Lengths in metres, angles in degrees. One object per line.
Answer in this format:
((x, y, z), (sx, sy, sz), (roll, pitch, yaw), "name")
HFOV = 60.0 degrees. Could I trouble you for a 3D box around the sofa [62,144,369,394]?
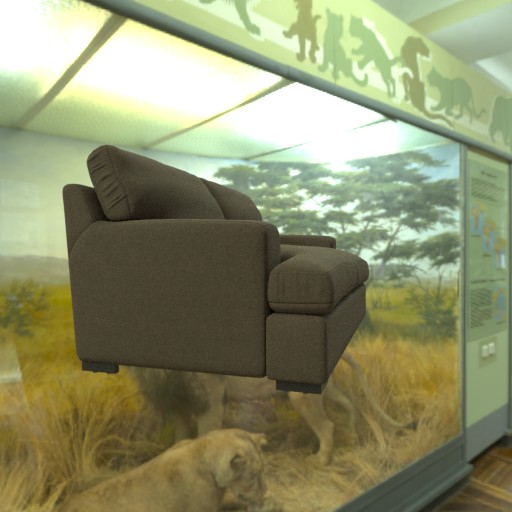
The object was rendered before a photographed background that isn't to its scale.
((0.000, 0.000, 2.523), (1.140, 0.950, 1.869), (0, 1, 18), "sofa")
